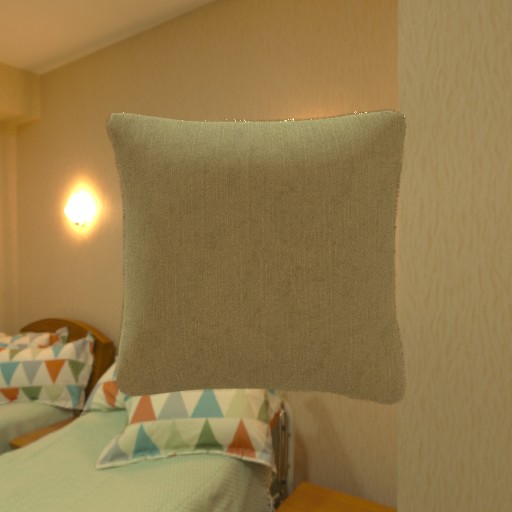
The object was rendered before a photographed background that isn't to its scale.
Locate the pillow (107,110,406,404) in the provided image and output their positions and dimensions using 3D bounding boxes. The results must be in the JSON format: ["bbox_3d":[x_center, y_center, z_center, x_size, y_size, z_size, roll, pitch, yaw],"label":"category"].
[{"bbox_3d":[0.000,0.000,0.815,0.538,0.525,0.216,0,0,2],"label":"pillow"}]
